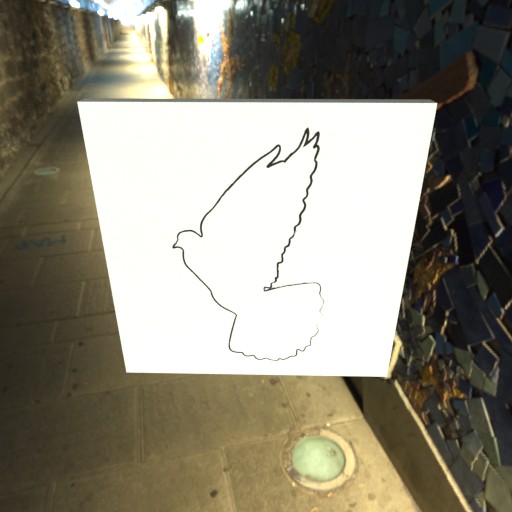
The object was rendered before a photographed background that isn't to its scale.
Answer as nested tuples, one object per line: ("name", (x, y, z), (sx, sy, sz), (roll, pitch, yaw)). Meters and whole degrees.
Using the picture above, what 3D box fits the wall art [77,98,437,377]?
("wall art", (0.000, 0.000, 0.910), (0.610, 0.610, 0.038), (1, 28, 1))
